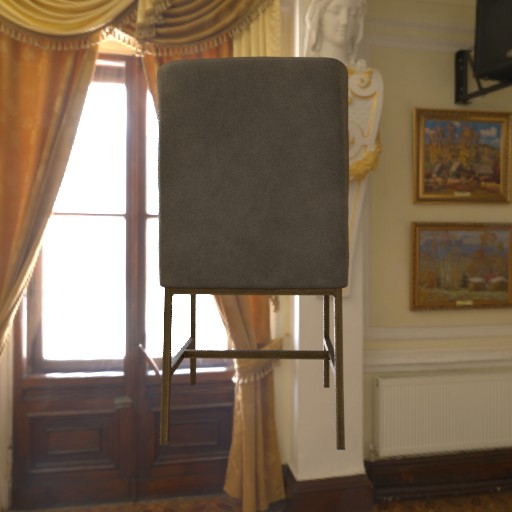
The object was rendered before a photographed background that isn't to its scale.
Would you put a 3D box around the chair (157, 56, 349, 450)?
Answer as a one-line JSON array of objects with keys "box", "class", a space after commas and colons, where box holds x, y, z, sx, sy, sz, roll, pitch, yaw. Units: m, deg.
[{"box": [0.000, 0.000, 1.265, 0.508, 0.889, 0.587, 0, 0, 3], "class": "chair"}]
